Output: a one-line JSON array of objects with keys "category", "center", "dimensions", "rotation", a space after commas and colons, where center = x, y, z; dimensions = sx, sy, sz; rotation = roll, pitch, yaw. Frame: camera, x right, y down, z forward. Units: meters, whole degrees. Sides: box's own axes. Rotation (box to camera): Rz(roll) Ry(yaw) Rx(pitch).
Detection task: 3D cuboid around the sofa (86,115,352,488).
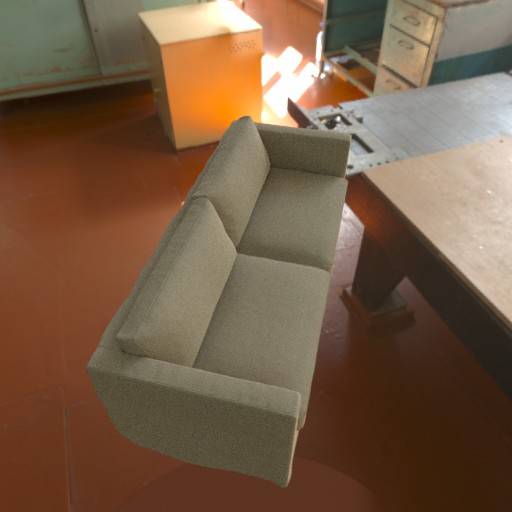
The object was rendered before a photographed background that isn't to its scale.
[{"category": "sofa", "center": [0.000, 0.000, 2.771], "dimensions": [0.956, 0.847, 2.296], "rotation": [10, 45, 10]}]
